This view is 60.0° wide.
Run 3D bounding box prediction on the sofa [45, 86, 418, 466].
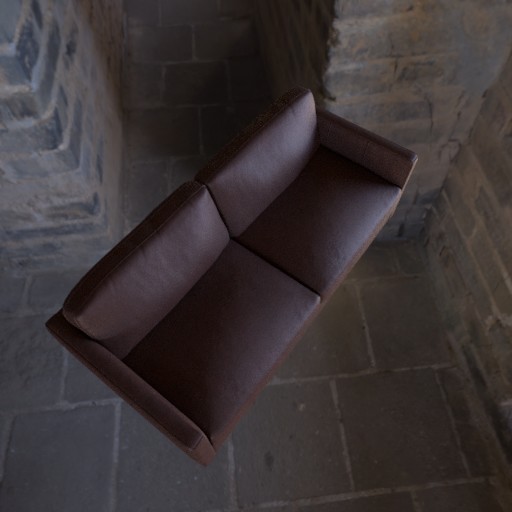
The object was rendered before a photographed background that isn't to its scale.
[{"bbox_3d":[0.000,0.000,2.442,0.923,0.863,1.971,33,64,18],"label":"sofa"}]
